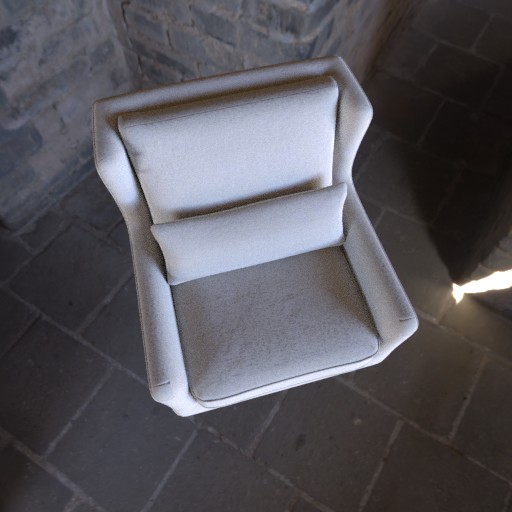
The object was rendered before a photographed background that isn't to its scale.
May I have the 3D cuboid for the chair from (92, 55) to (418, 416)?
[{"bbox_3d":[0.000,0.000,1.835,0.982,1.056,1.040,-13,64,-7],"label":"chair"}]
